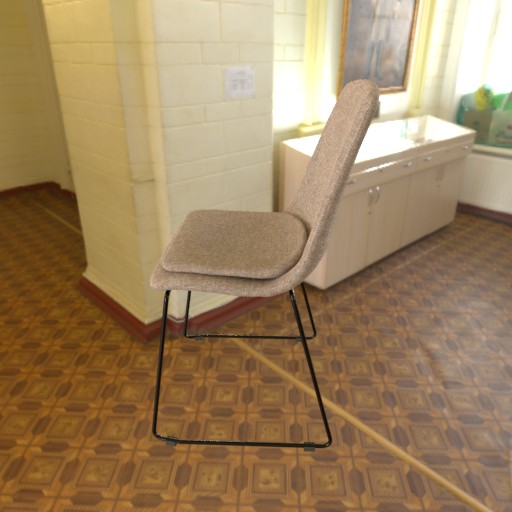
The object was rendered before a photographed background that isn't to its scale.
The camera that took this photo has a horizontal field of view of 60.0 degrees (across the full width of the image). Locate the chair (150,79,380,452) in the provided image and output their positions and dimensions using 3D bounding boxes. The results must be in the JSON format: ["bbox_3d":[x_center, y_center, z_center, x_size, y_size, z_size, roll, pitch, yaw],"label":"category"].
[{"bbox_3d":[0.000,0.000,1.157,0.518,0.858,0.479,1,25,2],"label":"chair"}]
